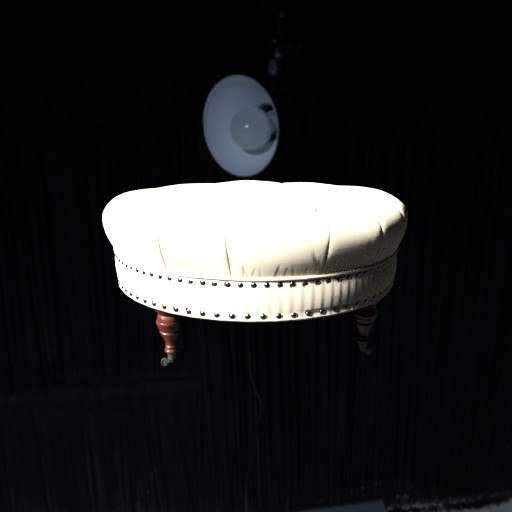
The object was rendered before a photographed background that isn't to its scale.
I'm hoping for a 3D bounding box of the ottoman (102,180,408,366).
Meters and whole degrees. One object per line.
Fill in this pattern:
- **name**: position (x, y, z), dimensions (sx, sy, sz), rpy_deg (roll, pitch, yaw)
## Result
- **ottoman**: position (0.000, 0.000, 1.408), dimensions (0.901, 0.439, 0.901), rpy_deg (0, 15, 0)
